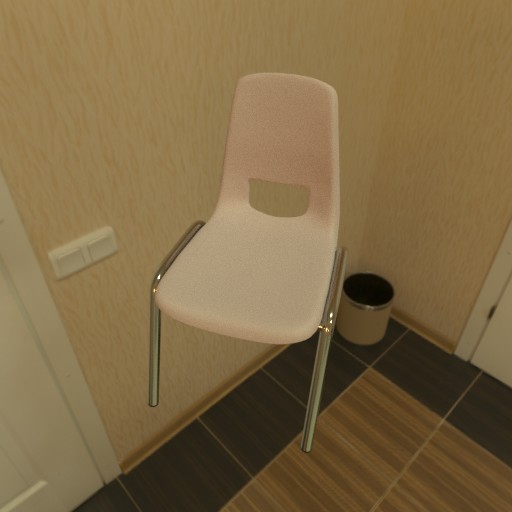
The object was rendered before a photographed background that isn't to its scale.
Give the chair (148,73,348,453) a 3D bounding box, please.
[{"bbox_3d":[0.000,0.000,0.873,0.354,0.586,0.423,11,40,13],"label":"chair"}]
